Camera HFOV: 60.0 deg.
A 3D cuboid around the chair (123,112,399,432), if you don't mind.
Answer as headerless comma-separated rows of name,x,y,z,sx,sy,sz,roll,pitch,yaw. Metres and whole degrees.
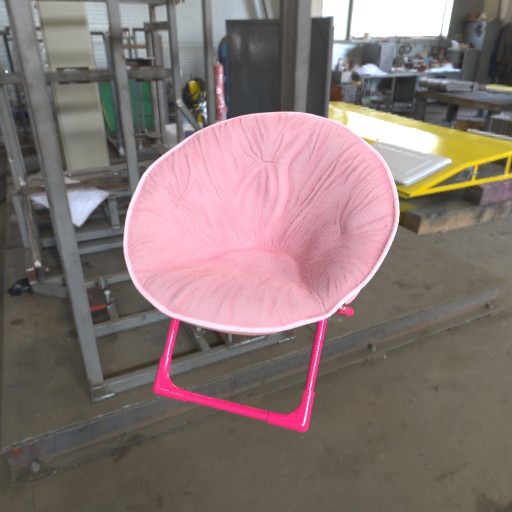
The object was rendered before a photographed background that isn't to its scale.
chair,0.000,0.000,0.894,0.522,0.494,0.459,9,28,16
